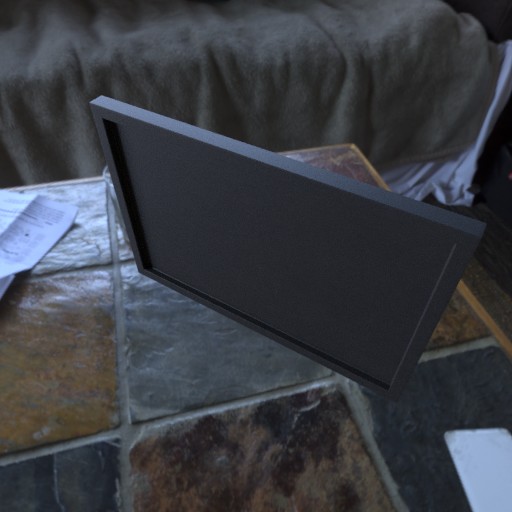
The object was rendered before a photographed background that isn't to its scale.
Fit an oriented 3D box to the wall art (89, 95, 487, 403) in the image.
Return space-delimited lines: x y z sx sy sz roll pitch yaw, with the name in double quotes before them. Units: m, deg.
"wall art" 0.000 0.000 0.556 0.443 0.301 0.021 23 51 21
